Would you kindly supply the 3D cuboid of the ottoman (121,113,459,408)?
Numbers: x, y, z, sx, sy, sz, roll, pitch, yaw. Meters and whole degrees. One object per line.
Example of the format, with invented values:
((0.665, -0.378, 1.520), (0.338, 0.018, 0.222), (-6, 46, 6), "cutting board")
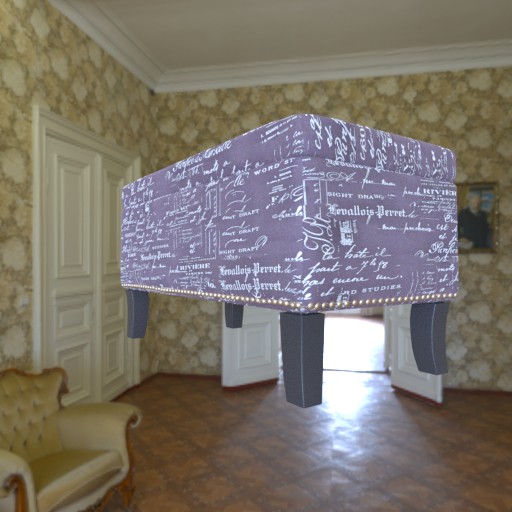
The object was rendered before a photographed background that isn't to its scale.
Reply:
((0.000, 0.000, 1.064), (0.406, 0.457, 0.813), (1, -1, -35), "ottoman")
